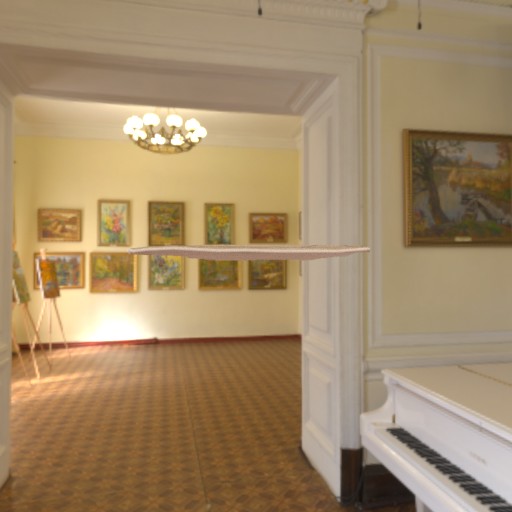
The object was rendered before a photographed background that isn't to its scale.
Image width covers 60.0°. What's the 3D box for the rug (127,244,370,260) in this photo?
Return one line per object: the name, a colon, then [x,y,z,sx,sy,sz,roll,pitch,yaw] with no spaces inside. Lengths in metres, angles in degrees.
rug: [0.000,0.000,2.687,0.831,0.036,2.381,0,-1,1]
